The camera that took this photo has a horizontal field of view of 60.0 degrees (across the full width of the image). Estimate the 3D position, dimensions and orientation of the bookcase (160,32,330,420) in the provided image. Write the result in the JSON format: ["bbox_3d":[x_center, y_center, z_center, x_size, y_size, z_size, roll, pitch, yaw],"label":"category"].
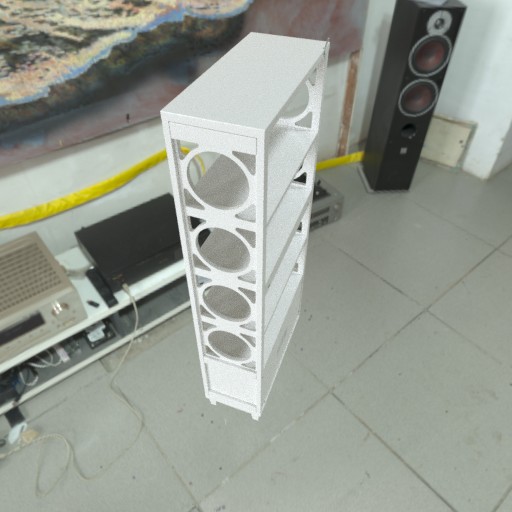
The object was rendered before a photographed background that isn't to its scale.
[{"bbox_3d":[0.000,0.000,2.163,0.361,1.869,0.761,15,46,15],"label":"bookcase"}]
